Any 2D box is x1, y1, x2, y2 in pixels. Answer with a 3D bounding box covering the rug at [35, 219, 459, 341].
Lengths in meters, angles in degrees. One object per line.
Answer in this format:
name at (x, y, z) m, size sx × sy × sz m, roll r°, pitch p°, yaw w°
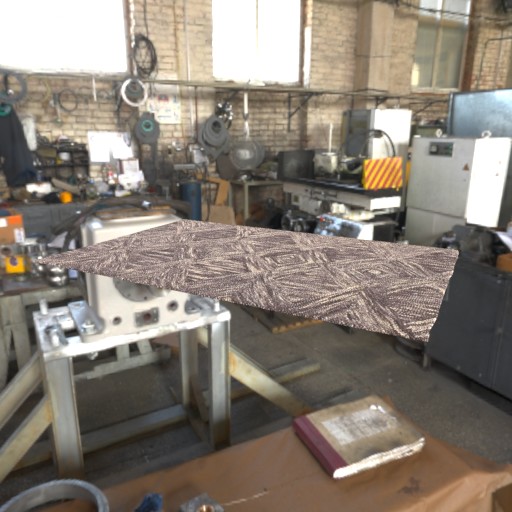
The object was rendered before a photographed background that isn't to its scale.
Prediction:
rug at (0.000, 0.000, 2.251) m, size 1.814 × 0.012 × 1.186 m, roll 8°, pitch 18°, yaw 27°
